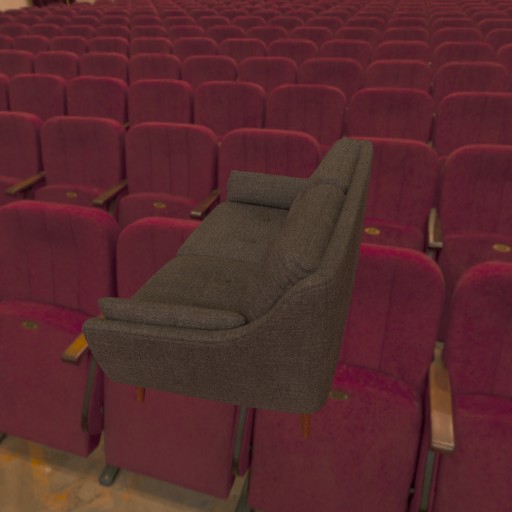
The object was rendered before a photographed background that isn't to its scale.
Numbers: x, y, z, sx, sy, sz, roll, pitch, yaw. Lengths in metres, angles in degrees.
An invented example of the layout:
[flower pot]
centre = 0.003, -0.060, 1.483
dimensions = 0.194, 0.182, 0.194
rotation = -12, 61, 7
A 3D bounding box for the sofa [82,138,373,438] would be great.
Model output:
[sofa]
centre = 0.000, 0.000, 2.236
dimensions = 0.976, 0.887, 1.646
rotation = 9, 32, 15
